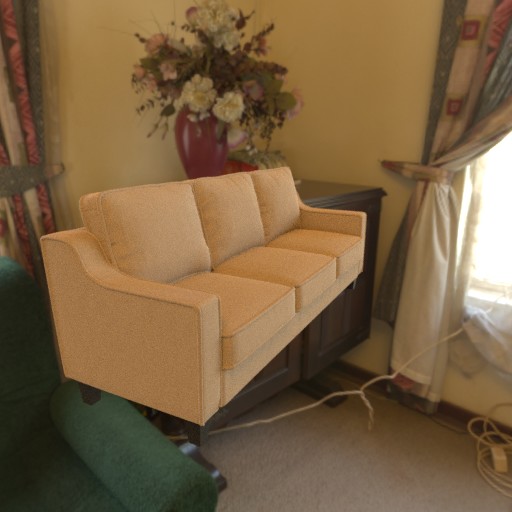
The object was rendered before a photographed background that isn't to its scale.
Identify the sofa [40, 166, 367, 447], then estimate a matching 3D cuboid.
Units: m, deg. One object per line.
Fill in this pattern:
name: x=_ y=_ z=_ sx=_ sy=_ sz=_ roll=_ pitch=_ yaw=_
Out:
sofa: x=0.000 y=0.000 z=2.530 sx=0.791 sy=0.902 sz=2.131 roll=8 pitch=17 yaw=27
